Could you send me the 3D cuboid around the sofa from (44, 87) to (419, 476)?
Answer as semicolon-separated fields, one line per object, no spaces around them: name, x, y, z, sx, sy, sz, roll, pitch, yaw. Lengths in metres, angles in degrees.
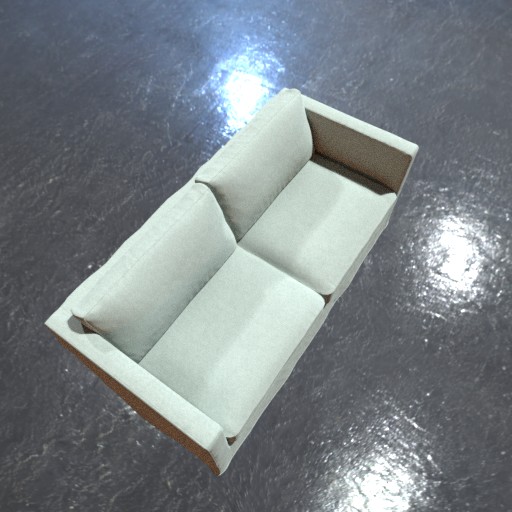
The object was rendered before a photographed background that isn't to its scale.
sofa;0.000;0.000;2.474;0.940;0.870;1.987;30;63;18
